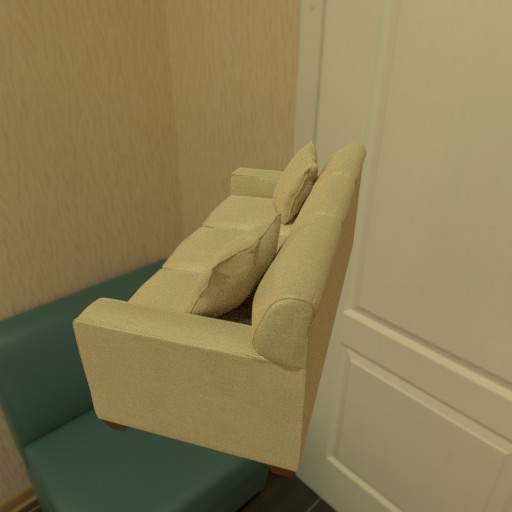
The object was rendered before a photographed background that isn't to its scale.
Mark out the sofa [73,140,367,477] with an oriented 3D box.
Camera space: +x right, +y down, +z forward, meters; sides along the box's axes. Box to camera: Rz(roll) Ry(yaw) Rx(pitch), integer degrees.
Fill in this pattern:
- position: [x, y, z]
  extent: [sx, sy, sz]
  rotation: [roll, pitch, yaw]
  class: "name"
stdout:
- position: [0.000, 0.000, 2.541]
  extent: [0.997, 0.958, 2.024]
  rotation: [8, 30, 15]
  class: "sofa"
